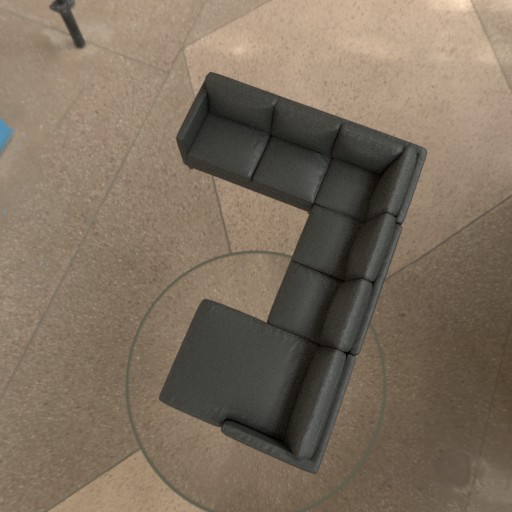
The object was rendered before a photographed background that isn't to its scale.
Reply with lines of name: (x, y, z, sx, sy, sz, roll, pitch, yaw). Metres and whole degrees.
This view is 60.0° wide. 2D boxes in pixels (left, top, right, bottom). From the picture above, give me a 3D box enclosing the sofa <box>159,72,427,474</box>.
sofa: (0.000, 0.000, 4.674, 2.593, 0.923, 3.460, 22, 76, 6)
